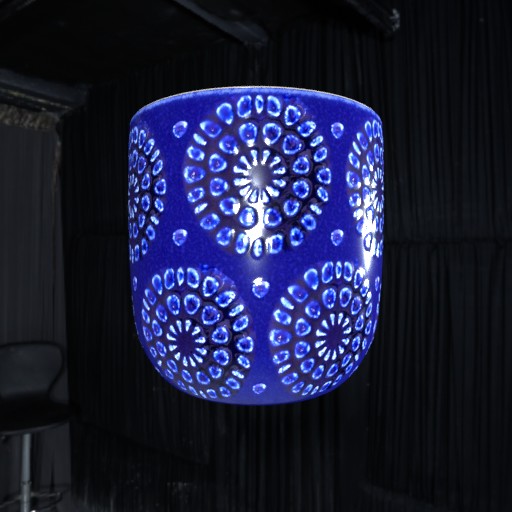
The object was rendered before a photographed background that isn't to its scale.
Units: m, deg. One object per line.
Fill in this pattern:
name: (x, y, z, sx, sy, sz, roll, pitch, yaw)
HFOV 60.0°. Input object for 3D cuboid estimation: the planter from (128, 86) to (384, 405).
planter: (0.000, 0.000, 0.197, 0.109, 0.112, 0.109, 0, 0, 0)
